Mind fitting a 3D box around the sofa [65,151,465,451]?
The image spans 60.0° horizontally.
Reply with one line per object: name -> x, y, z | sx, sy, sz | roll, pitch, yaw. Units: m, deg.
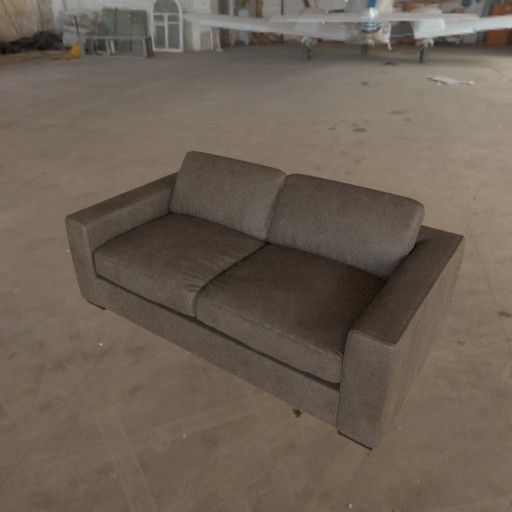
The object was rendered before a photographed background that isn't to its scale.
sofa -> 0.000, 0.000, 2.447 | 1.920, 0.800, 1.070 | 19, 35, 30
